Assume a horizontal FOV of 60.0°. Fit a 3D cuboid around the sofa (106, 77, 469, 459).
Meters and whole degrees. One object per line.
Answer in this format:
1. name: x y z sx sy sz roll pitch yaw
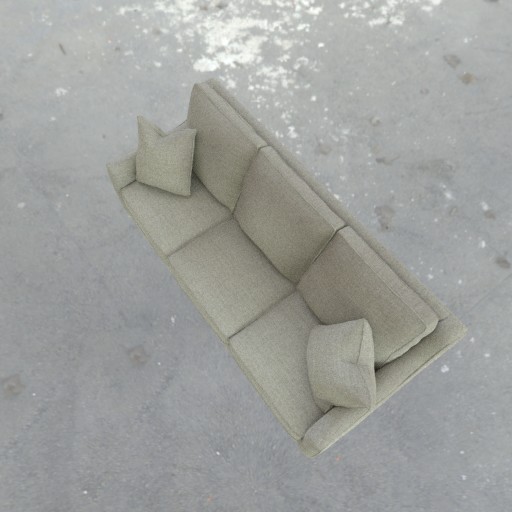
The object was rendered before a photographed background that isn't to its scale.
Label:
1. sofa: 0.000 0.000 2.517 0.865 0.914 2.031 -33 67 -16
